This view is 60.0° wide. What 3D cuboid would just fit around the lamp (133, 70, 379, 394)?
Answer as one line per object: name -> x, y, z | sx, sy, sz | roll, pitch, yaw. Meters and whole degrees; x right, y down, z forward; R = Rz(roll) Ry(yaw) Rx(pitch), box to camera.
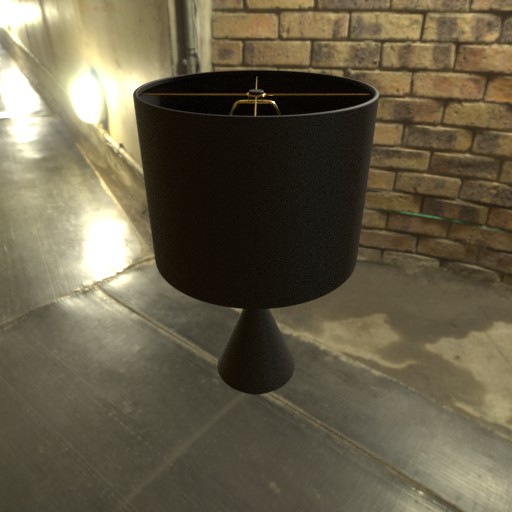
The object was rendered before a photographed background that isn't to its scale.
lamp -> 0.000, 0.000, 0.811 | 0.359, 0.584, 0.359 | 0, 31, 0
